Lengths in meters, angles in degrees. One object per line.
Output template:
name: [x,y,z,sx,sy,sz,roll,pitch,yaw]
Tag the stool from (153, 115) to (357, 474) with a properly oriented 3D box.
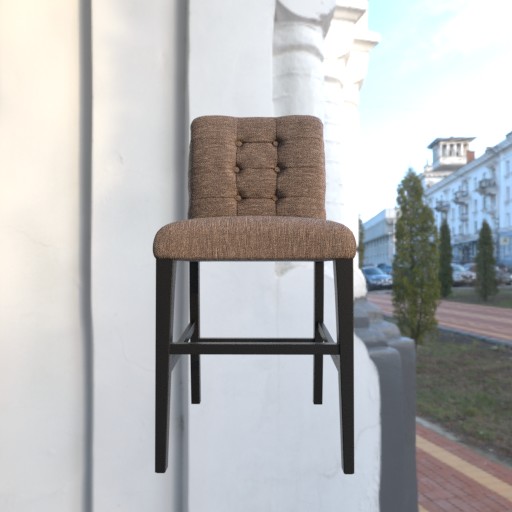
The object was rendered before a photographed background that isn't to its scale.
stool: [0.000,0.000,1.275,0.457,0.970,0.611,0,-1,1]
